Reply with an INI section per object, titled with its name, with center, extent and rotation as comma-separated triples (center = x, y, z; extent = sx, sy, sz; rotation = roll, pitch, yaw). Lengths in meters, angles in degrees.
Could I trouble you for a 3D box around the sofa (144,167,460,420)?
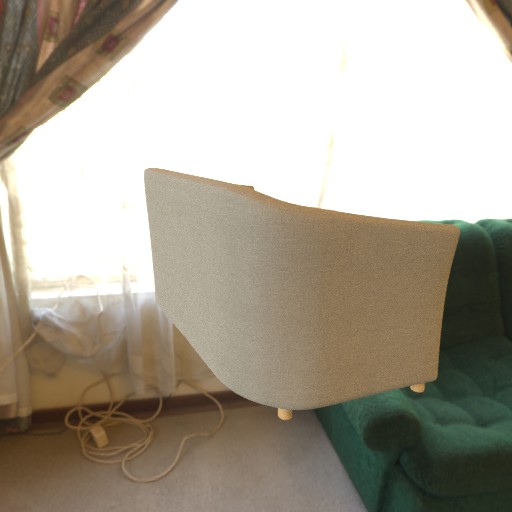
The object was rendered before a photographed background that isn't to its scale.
[sofa]
center = 0.000, 0.000, 1.898
extent = 0.705, 0.721, 1.452
rotation = -7, 16, -26
